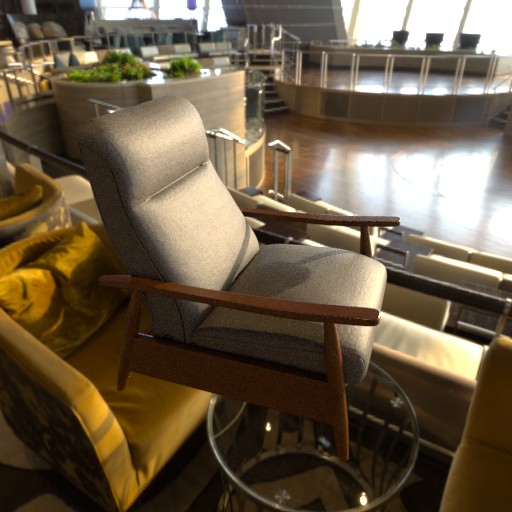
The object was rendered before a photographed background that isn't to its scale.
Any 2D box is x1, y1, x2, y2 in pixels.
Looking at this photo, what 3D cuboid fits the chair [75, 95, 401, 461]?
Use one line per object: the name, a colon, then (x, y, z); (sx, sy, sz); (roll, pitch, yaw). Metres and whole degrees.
chair: (0.000, 0.000, 1.736); (1.014, 1.081, 0.762); (10, 31, 18)
